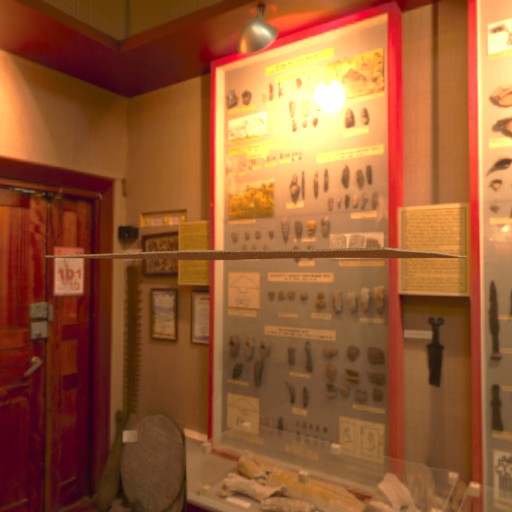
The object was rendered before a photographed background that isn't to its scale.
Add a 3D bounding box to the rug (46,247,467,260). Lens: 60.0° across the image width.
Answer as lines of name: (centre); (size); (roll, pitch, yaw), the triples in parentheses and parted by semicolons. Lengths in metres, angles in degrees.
rug: (0.000, 0.000, 2.908); (2.283, 0.030, 1.596); (-1, -2, 36)
